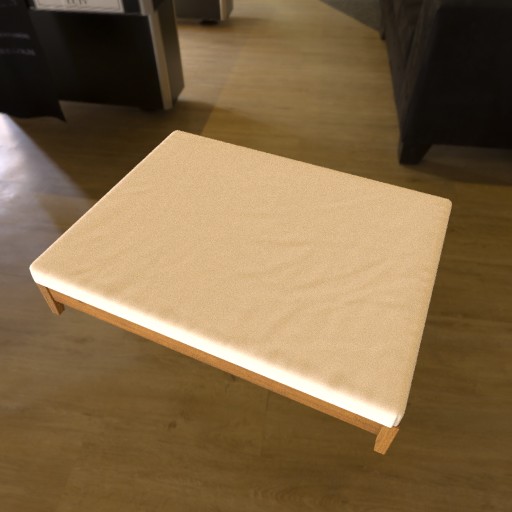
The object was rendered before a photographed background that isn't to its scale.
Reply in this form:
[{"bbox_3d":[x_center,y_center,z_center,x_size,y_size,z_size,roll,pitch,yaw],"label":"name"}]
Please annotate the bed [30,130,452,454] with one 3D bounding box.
[{"bbox_3d":[0.000,0.000,2.707,2.016,0.431,1.536,18,49,16],"label":"bed"}]
